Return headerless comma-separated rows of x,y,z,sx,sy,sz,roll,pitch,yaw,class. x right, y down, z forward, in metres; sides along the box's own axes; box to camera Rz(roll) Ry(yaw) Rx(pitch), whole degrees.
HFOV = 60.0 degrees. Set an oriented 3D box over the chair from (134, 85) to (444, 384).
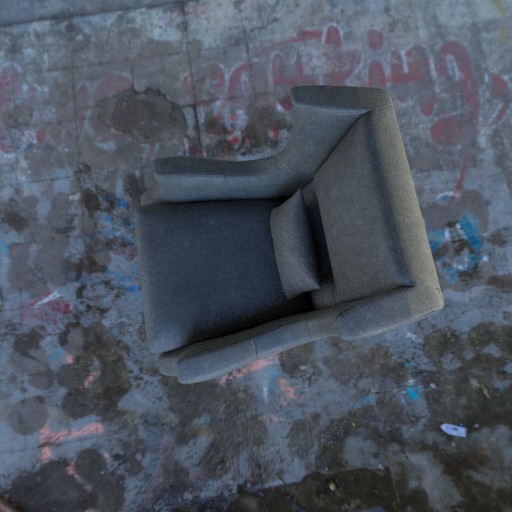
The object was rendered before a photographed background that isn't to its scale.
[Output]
0.000,0.000,1.705,0.926,1.016,0.853,-9,77,-2,chair
